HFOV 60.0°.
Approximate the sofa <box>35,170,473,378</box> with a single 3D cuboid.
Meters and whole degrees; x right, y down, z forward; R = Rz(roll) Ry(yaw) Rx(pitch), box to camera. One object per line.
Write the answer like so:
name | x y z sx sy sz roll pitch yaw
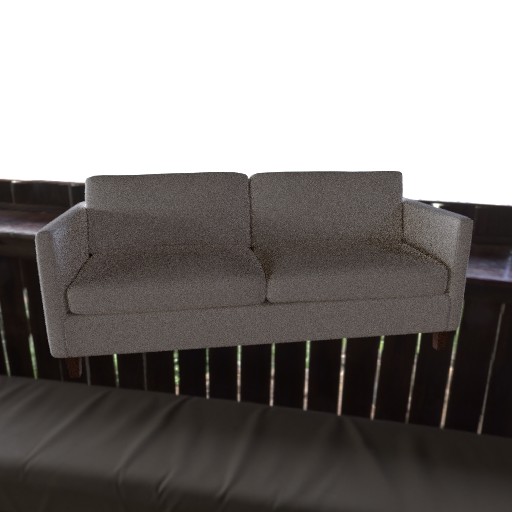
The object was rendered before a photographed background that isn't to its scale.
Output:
sofa | 0.000 0.000 2.580 2.139 0.933 0.924 -2 16 -8
